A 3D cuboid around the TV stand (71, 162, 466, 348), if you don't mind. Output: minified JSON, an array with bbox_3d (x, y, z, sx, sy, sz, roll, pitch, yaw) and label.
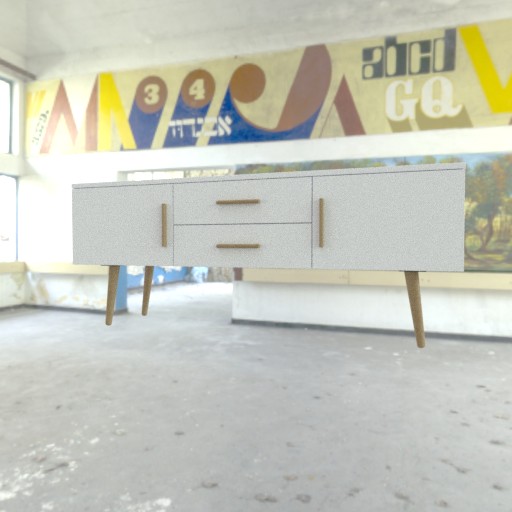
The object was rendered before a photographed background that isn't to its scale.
[{"bbox_3d":[0.000,0.000,1.679,1.398,0.560,0.401,1,2,19],"label":"TV stand"}]
